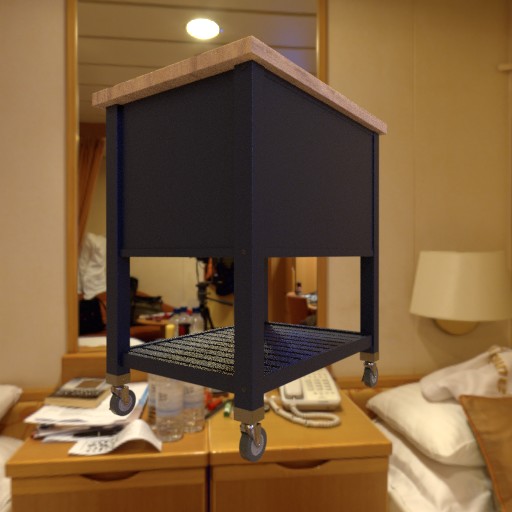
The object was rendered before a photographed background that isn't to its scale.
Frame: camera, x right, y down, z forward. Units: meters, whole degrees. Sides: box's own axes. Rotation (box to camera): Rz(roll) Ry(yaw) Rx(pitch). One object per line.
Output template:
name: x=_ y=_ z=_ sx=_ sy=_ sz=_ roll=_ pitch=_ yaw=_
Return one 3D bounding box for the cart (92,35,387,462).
cart: x=0.000 y=0.000 z=1.411 sx=0.567 sy=0.920 sz=0.797 roll=0 pitch=0 yaw=36
